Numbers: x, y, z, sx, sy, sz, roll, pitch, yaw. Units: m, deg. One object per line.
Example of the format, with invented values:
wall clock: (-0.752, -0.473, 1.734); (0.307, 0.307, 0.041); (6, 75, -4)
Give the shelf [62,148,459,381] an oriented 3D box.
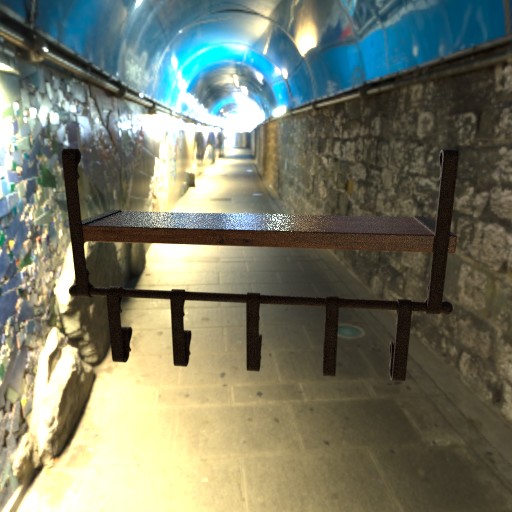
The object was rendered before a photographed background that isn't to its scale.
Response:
shelf: (0.000, 0.000, 0.698); (0.567, 0.330, 0.146); (2, 15, 7)
